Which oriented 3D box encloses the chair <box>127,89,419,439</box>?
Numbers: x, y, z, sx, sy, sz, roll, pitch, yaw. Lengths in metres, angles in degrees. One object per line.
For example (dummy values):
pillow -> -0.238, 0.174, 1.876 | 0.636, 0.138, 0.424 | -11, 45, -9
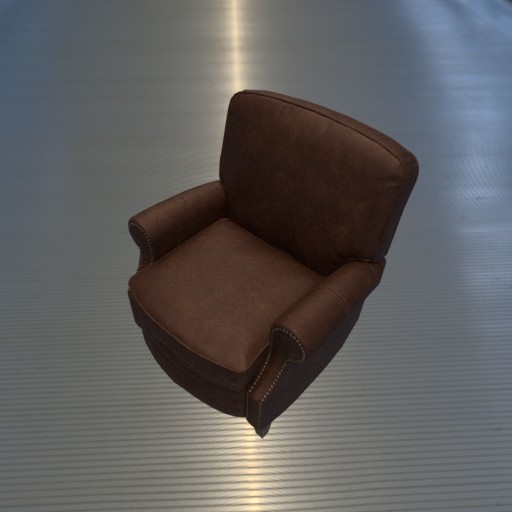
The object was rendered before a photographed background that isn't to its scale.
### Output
chair -> 0.000, 0.000, 1.790 | 0.936, 1.018, 0.986 | 32, 53, 28
